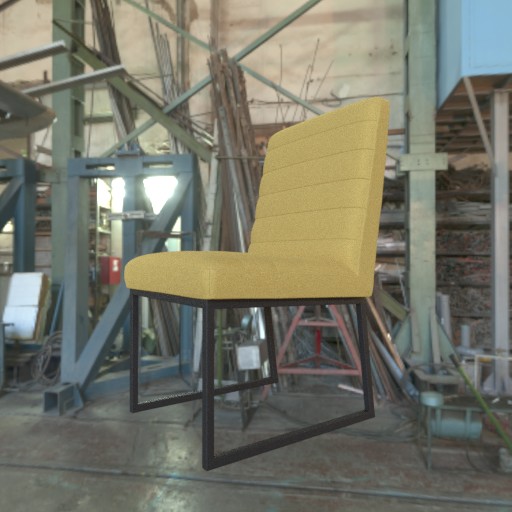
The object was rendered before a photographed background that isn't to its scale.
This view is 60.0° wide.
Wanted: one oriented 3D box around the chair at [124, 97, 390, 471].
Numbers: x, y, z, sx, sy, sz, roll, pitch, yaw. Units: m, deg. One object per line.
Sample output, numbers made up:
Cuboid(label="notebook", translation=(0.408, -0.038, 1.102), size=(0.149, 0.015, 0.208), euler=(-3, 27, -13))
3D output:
Cuboid(label="chair", translation=(0.000, 0.000, 1.316), size=(0.634, 0.930, 0.520), euler=(0, 0, -36))
